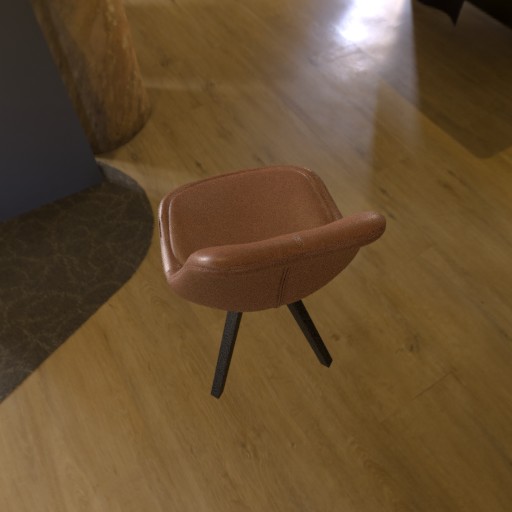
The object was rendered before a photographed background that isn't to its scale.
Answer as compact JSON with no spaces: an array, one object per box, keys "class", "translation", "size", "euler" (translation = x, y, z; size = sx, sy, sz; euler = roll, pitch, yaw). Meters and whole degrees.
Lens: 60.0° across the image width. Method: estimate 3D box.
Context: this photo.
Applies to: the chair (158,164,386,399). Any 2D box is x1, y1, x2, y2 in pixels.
[{"class":"chair","translation":[0.000,0.000,1.176],"size":[0.475,0.850,0.550],"euler":[-13,58,-8]}]
